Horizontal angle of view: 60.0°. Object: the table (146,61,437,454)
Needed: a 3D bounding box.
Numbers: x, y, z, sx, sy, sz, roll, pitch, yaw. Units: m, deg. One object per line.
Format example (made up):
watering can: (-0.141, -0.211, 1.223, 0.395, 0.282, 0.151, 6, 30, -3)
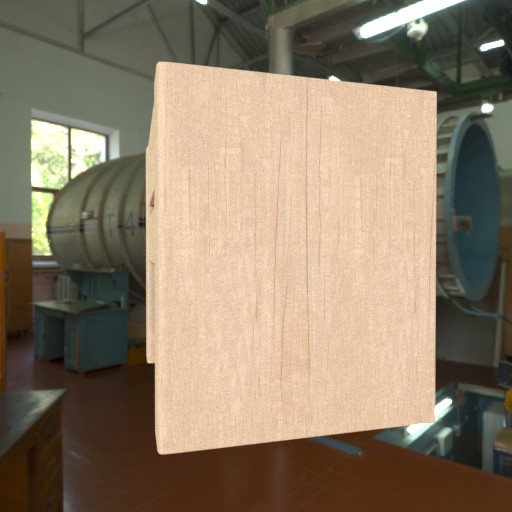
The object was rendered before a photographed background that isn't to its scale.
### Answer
table: (0.000, 0.000, 0.901, 0.420, 0.510, 0.570, 0, 1, -15)
